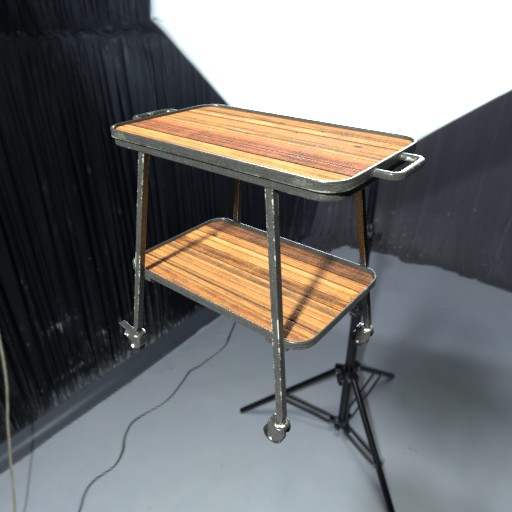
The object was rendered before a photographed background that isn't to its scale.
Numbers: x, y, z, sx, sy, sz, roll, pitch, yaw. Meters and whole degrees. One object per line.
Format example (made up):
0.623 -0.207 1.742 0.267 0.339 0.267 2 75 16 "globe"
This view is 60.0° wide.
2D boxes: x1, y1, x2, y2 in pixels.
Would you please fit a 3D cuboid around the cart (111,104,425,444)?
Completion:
0.000 0.000 1.262 0.806 0.700 0.515 21 36 33 "cart"
